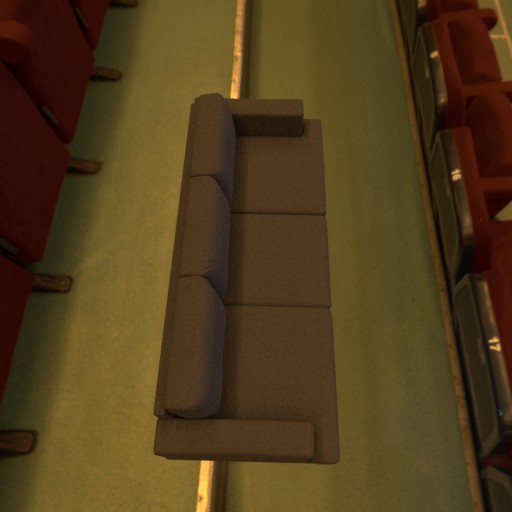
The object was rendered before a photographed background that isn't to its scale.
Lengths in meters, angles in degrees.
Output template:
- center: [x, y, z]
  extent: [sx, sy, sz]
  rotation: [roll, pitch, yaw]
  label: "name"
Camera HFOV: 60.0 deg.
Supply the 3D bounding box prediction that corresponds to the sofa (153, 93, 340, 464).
- center: [0.000, 0.000, 2.738]
  extent: [0.920, 0.810, 2.310]
  rotation: [1, 63, 1]
  label: "sofa"
